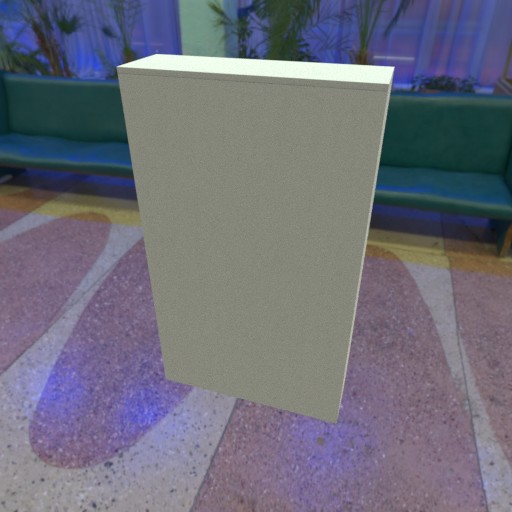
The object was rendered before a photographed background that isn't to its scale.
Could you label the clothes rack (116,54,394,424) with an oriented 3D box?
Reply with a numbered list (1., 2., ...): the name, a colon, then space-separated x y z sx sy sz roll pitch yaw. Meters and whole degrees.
1. clothes rack: 0.000 0.000 1.604 0.750 1.280 0.250 10 34 15
